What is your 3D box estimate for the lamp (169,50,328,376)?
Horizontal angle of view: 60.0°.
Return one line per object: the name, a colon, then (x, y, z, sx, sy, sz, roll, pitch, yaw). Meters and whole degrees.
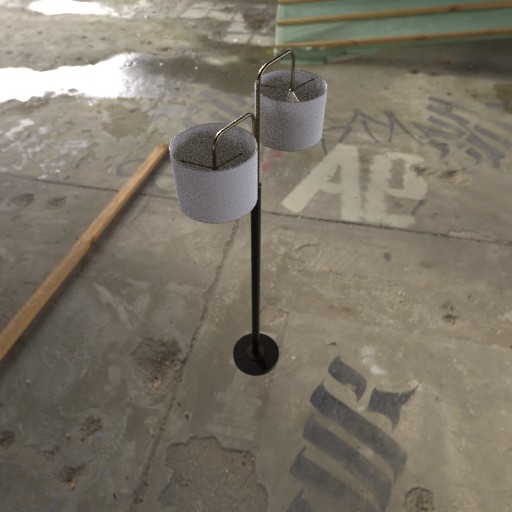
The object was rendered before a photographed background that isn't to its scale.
lamp: (0.000, 0.000, 1.887, 0.254, 1.587, 0.711, 24, 51, 22)
